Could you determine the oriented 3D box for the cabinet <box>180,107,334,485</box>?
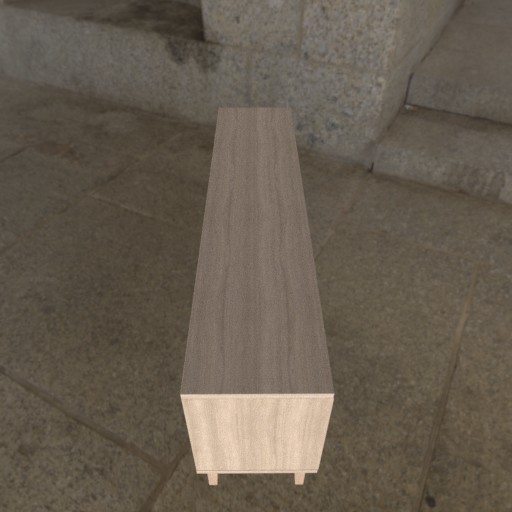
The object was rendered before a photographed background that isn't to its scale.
[{"bbox_3d":[0.000,0.000,2.500,0.499,0.779,2.198,0,42,0],"label":"cabinet"}]
